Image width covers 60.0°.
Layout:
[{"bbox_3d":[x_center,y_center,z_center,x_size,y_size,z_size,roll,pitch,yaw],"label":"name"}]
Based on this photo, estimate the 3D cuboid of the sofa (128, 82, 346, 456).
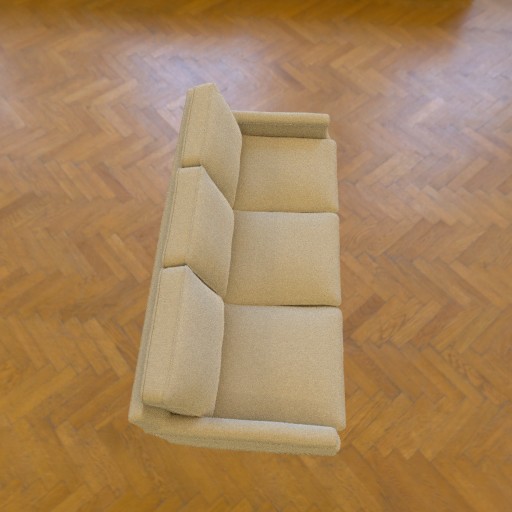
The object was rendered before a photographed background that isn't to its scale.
[{"bbox_3d":[0.000,0.000,2.828,1.084,1.003,2.246,3,62,2],"label":"sofa"}]
